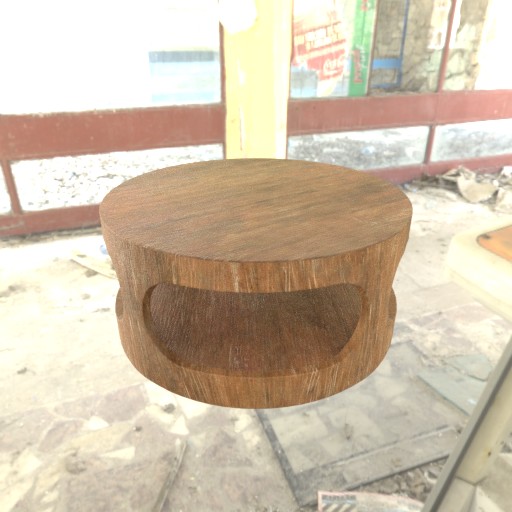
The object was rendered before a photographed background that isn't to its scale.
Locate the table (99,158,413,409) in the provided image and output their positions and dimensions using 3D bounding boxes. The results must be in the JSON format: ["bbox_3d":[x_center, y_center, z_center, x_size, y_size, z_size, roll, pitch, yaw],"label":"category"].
[{"bbox_3d":[0.000,0.000,1.542,0.974,0.450,0.974,0,26,0],"label":"table"}]
